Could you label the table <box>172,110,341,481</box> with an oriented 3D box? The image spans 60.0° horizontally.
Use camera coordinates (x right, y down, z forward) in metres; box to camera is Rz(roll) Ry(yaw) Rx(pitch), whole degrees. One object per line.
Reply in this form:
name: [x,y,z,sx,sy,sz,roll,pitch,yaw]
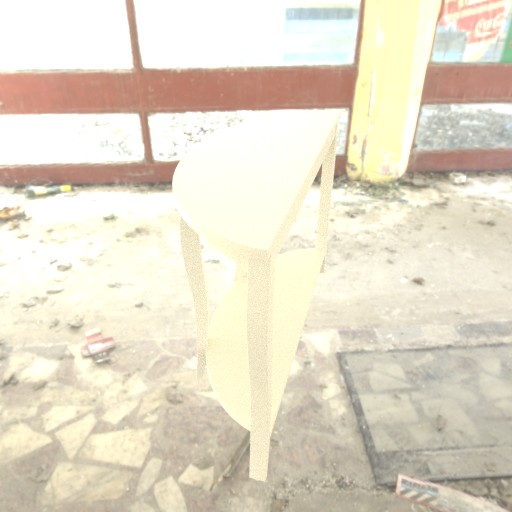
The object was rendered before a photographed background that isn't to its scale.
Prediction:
table: [0.000,0.000,1.588,0.394,0.780,1.219,8,31,14]
